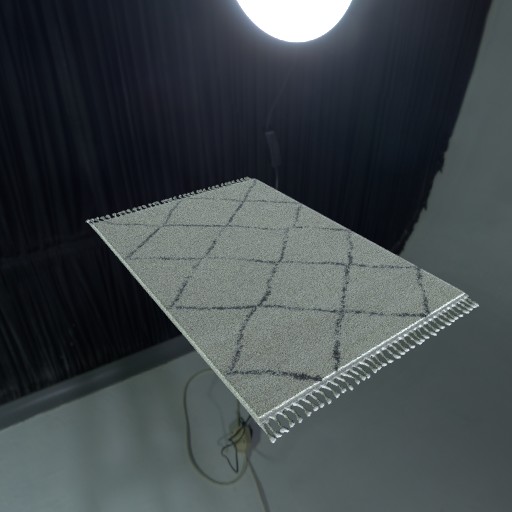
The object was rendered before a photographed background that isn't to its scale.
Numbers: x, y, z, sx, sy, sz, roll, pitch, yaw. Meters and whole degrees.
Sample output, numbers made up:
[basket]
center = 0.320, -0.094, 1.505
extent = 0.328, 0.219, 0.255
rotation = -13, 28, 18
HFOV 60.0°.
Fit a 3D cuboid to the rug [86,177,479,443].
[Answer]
[rug]
center = 0.000, 0.000, 2.910
extent = 1.494, 0.031, 2.307
rotation = -21, 38, -29
